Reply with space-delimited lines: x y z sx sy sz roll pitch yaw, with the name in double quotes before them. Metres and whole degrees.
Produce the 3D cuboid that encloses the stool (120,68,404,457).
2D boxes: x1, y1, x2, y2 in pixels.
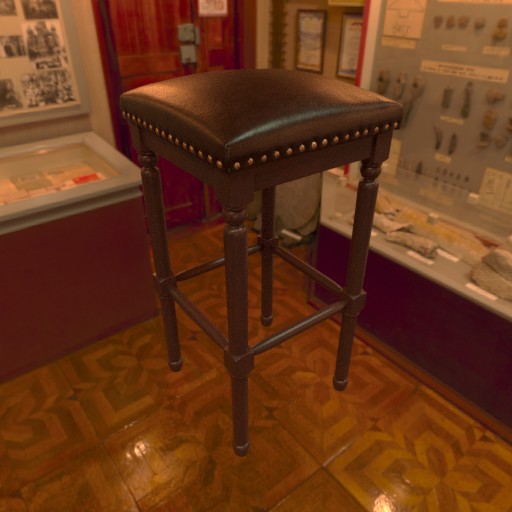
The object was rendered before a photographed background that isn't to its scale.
"stool" 0.000 0.000 0.991 0.382 0.768 0.383 -21 38 -30
